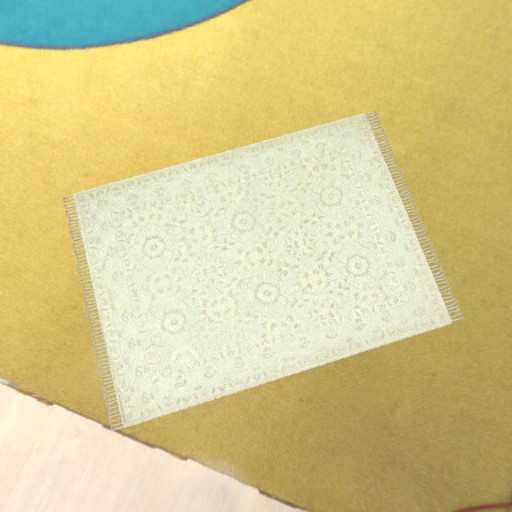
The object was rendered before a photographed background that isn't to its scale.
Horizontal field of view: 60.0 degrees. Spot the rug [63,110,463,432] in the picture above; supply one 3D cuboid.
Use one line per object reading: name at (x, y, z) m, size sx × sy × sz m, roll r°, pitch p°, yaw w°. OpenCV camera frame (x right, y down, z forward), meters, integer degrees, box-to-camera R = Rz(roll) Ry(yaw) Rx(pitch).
rug at (0.000, 0.000, 2.268) m, size 1.771 × 0.015 × 1.223 m, roll -17°, pitch 76°, yaw -4°
